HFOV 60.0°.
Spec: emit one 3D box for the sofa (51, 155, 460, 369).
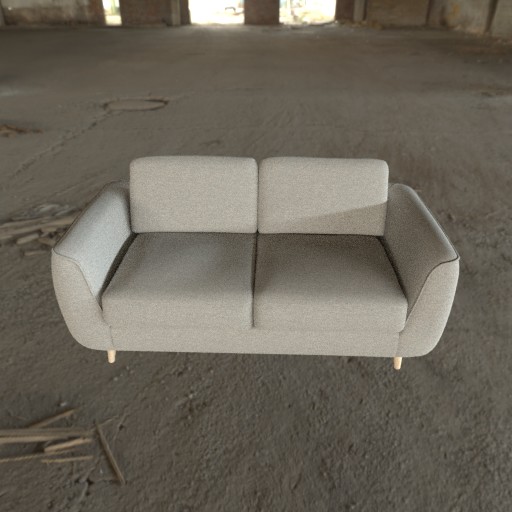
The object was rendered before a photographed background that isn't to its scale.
[{"bbox_3d":[0.000,0.000,2.213,1.700,0.850,0.920,1,30,2],"label":"sofa"}]
